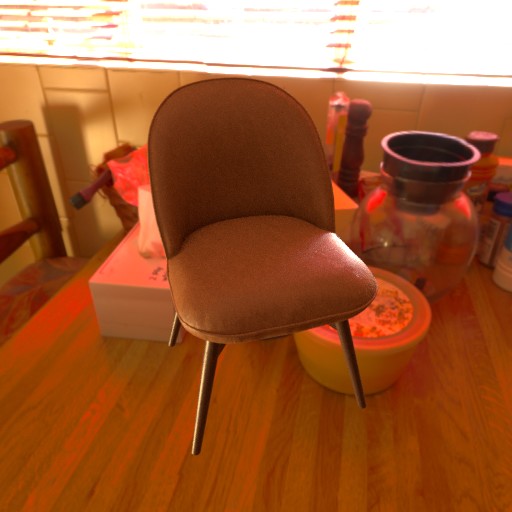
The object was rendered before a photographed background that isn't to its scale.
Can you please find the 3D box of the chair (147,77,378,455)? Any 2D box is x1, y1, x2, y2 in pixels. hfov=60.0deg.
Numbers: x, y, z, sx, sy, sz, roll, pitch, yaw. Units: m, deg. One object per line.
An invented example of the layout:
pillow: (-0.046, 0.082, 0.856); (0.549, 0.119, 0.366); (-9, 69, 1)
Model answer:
chair: (0.000, 0.000, 1.230); (0.521, 0.831, 0.631); (-10, 33, -15)
